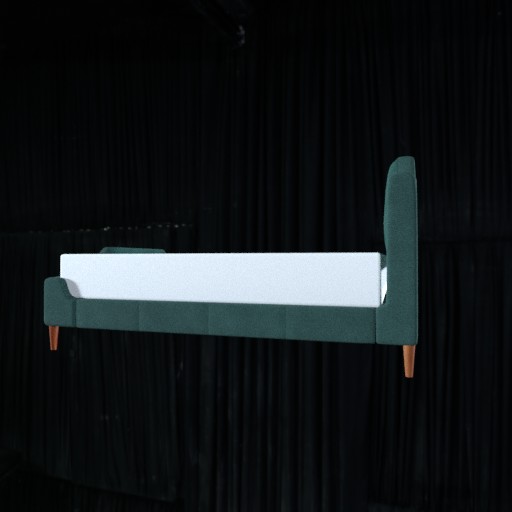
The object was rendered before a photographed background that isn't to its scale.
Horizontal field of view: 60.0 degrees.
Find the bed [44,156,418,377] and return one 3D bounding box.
[{"bbox_3d":[0.000,0.000,3.543,2.340,1.245,2.074,0,-1,17],"label":"bed"}]
